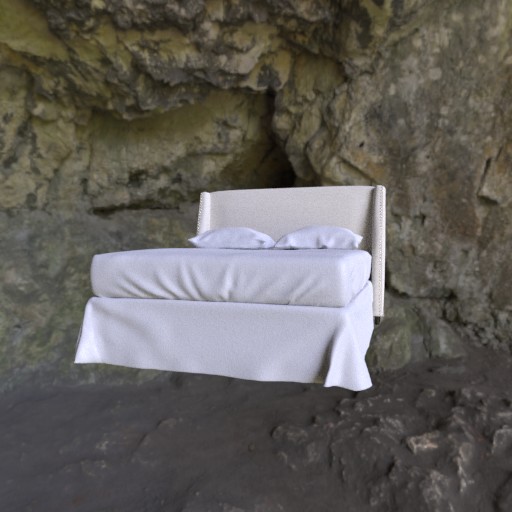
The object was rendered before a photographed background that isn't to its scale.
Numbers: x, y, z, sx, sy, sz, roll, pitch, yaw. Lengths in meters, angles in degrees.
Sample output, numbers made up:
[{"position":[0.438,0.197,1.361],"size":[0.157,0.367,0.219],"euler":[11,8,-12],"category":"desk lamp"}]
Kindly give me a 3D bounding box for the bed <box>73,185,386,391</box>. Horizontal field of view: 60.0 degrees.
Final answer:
[{"position":[0.000,0.000,3.547],"size":[1.925,1.332,2.276],"euler":[1,2,18],"category":"bed"}]
